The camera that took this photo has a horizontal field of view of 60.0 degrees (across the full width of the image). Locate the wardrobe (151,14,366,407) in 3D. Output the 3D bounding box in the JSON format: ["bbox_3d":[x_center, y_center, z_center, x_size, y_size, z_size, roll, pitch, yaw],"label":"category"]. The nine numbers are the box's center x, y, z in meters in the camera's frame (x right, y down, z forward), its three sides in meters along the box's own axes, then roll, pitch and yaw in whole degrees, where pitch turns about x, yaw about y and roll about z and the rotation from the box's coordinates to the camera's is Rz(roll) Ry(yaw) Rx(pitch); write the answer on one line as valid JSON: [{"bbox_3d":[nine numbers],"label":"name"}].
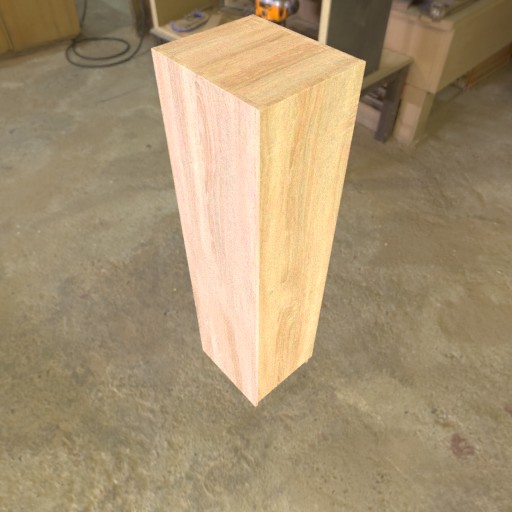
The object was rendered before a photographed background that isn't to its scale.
[{"bbox_3d":[0.000,0.000,2.351,0.496,2.117,0.588,-34,56,-27],"label":"wardrobe"}]
